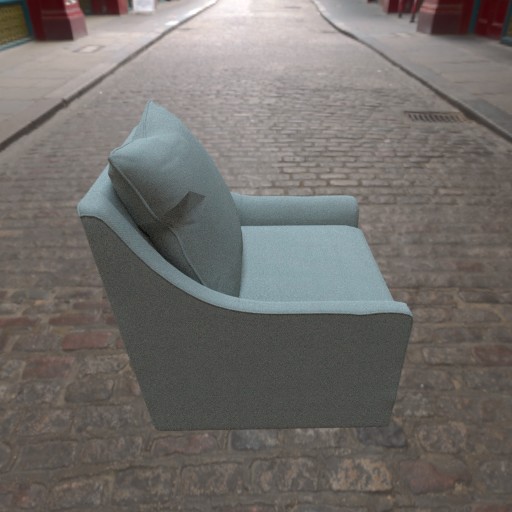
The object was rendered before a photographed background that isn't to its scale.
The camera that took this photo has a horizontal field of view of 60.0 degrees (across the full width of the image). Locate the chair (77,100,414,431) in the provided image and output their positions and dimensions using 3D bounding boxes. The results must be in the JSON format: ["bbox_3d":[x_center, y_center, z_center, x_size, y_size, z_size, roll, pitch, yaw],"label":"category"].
[{"bbox_3d":[0.000,0.000,1.533,0.870,0.926,0.760,-1,32,-1],"label":"chair"}]
